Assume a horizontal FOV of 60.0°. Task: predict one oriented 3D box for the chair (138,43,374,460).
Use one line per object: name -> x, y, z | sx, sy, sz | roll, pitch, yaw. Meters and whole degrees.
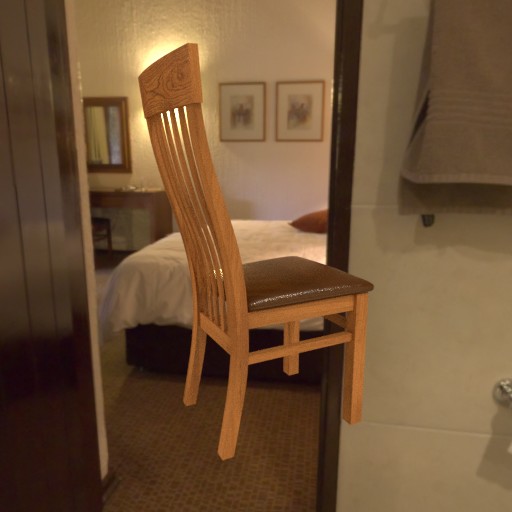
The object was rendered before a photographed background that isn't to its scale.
chair -> 0.000, 0.000, 1.350 | 0.580, 1.050, 0.450 | -6, 14, -27
